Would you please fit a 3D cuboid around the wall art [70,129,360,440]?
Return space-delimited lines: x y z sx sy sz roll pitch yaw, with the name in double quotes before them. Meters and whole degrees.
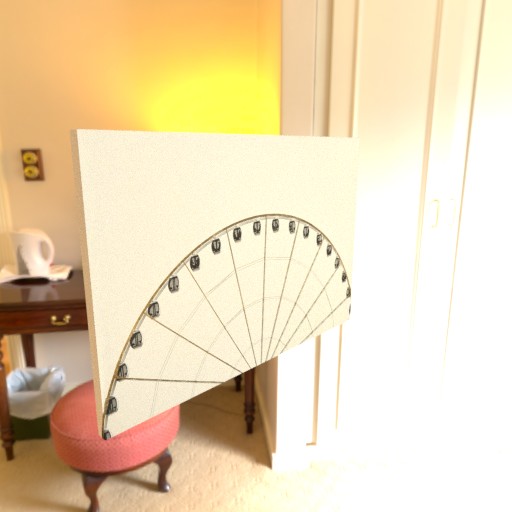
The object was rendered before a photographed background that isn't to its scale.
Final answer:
"wall art" 0.000 0.000 1.452 0.038 0.767 1.144 13 19 43
